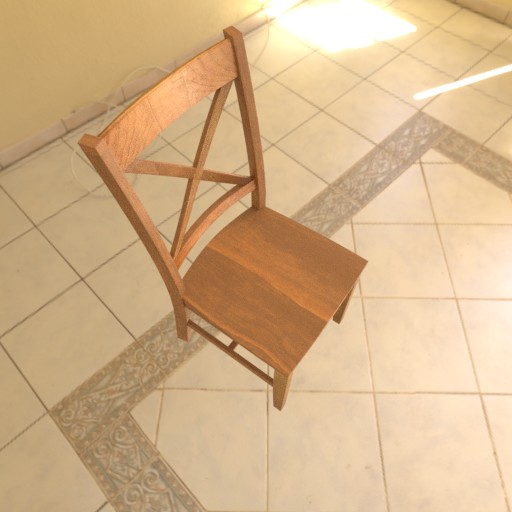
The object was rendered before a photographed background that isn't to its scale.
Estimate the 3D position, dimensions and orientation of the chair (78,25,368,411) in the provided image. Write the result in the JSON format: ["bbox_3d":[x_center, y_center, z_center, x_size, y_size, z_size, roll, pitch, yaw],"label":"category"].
[{"bbox_3d":[0.000,0.000,1.292,0.542,0.983,0.485,32,63,18],"label":"chair"}]
